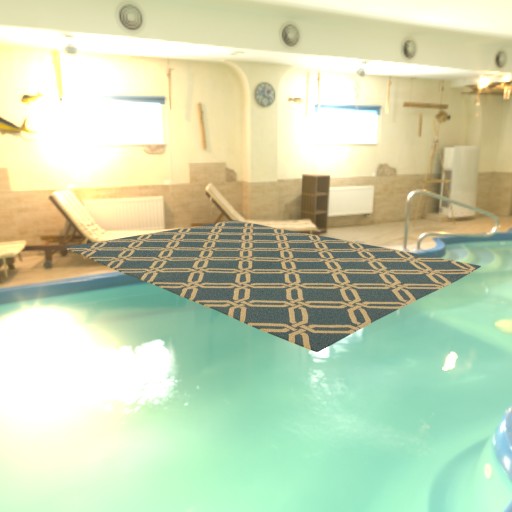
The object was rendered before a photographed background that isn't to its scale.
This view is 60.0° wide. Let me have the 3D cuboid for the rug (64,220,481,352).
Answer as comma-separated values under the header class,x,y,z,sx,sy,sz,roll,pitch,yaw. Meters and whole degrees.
class,x,y,z,sx,sy,sz,roll,pitch,yaw
rug,0.000,0.000,2.734,1.524,0.013,2.135,-14,20,-43
